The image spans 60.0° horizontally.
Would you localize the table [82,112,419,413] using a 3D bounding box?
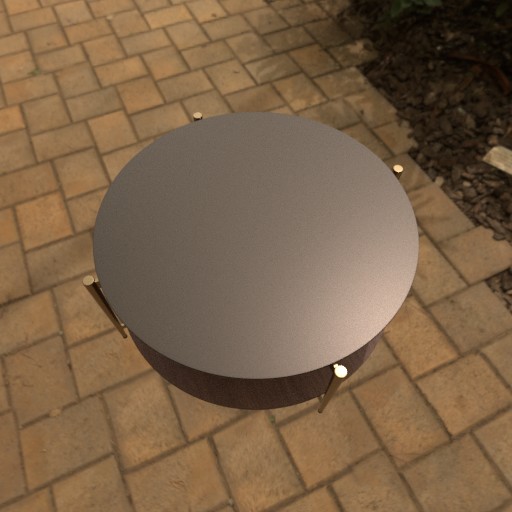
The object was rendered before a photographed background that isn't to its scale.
[{"bbox_3d":[0.000,0.000,1.467,0.938,0.400,0.938,31,63,18],"label":"table"}]
